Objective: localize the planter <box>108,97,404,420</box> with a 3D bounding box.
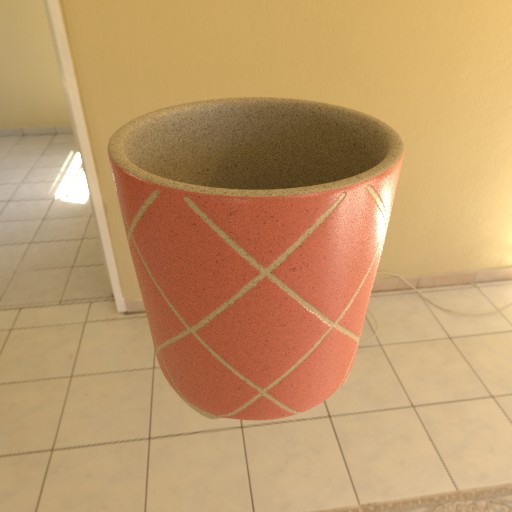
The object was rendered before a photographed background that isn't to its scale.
[{"bbox_3d":[0.000,0.000,0.416,0.227,0.235,0.227,0,33,0],"label":"planter"}]
